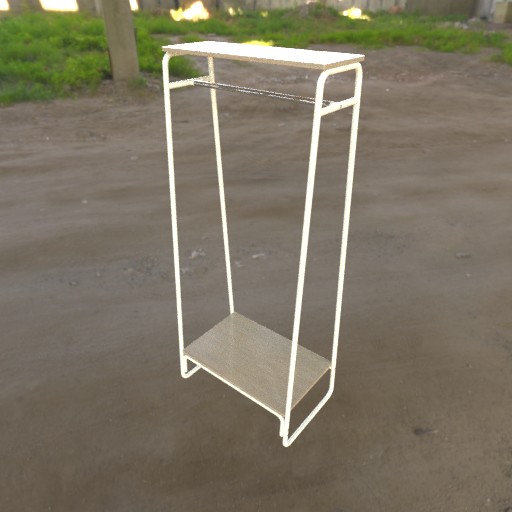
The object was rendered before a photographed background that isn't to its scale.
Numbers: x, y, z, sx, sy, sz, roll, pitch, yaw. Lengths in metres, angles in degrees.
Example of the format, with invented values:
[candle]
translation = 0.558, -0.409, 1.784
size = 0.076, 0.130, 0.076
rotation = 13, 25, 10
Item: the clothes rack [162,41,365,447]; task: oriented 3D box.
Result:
[clothes rack]
translation = 0.000, 0.000, 1.789
size = 0.640, 1.512, 0.400
rotation = 23, 38, 32
